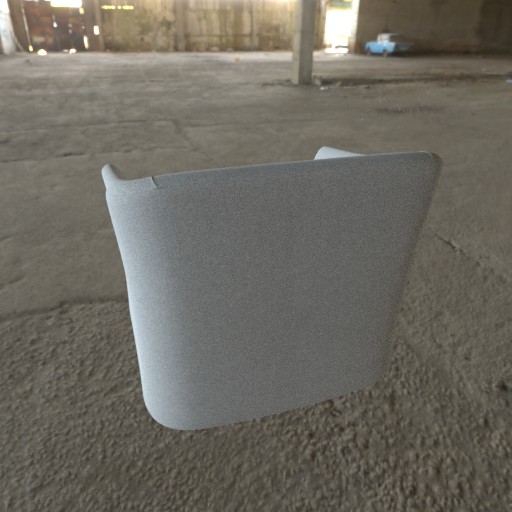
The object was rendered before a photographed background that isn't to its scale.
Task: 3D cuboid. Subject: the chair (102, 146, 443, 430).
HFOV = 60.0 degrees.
[{"bbox_3d":[0.000,0.000,1.299,0.790,0.720,0.700,-9,28,-16],"label":"chair"}]
